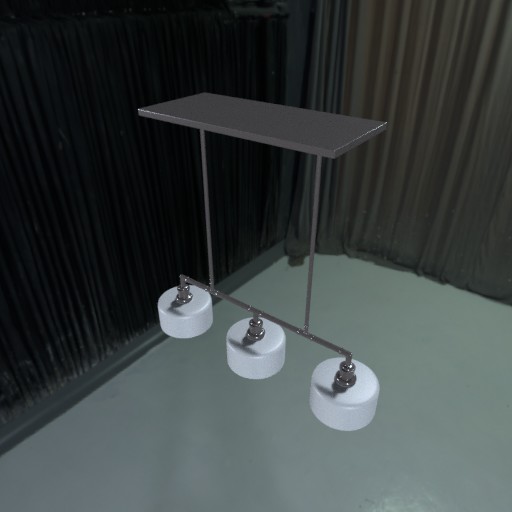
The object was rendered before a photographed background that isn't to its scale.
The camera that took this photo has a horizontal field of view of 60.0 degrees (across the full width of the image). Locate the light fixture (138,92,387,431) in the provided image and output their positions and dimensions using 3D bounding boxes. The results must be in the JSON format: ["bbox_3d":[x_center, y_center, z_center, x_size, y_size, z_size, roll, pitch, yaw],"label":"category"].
[{"bbox_3d":[0.000,0.000,0.894,0.582,0.557,0.177,21,37,31],"label":"light fixture"}]
